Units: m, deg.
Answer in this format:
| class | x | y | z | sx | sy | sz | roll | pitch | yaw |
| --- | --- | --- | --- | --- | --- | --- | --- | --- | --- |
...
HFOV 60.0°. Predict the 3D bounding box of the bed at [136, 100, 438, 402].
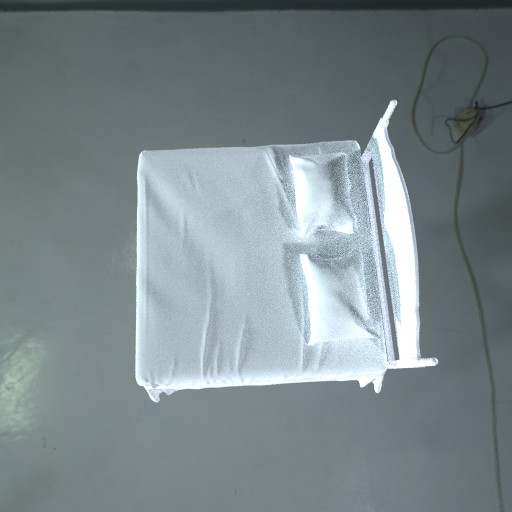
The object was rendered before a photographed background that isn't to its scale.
| class | x | y | z | sx | sy | sz | roll | pitch | yaw |
| --- | --- | --- | --- | --- | --- | --- | --- | --- | --- |
| bed | 0.000 | 0.000 | 3.645 | 2.219 | 1.355 | 2.322 | -3 | 75 | -1 |
